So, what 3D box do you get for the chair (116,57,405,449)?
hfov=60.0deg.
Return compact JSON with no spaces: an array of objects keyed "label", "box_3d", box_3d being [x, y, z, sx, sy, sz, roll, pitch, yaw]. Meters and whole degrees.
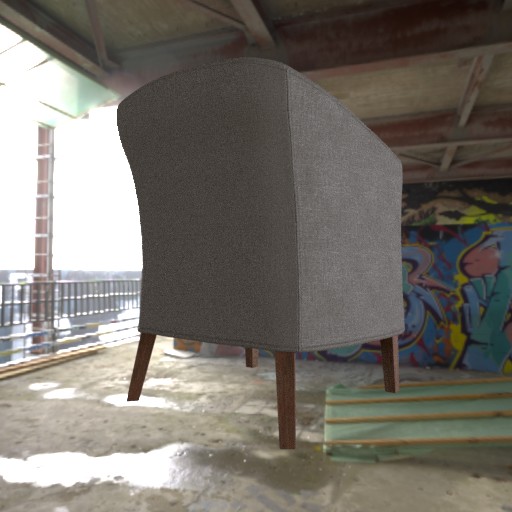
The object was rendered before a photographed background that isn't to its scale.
[{"label":"chair","box_3d":[0.000,0.000,1.208,0.600,0.771,0.668,-1,-2,39]}]
